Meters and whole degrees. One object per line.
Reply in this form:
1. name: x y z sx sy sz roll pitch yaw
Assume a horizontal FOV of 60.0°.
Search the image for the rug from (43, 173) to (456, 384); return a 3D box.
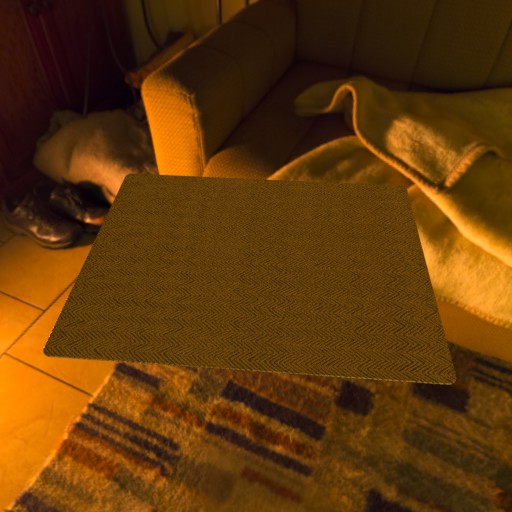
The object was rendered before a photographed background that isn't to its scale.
1. rug: 0.000 0.000 4.236 3.207 0.014 2.439 3 46 3
